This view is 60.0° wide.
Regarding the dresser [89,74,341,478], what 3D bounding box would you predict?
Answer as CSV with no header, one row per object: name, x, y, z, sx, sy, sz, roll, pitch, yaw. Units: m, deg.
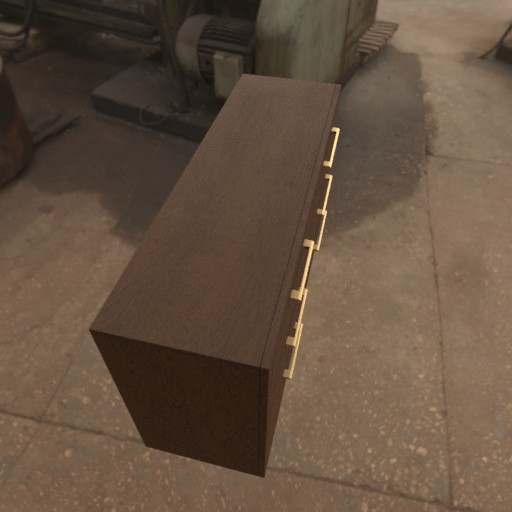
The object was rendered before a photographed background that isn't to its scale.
dresser,0.000,0.000,1.931,0.512,0.889,1.523,10,48,10
